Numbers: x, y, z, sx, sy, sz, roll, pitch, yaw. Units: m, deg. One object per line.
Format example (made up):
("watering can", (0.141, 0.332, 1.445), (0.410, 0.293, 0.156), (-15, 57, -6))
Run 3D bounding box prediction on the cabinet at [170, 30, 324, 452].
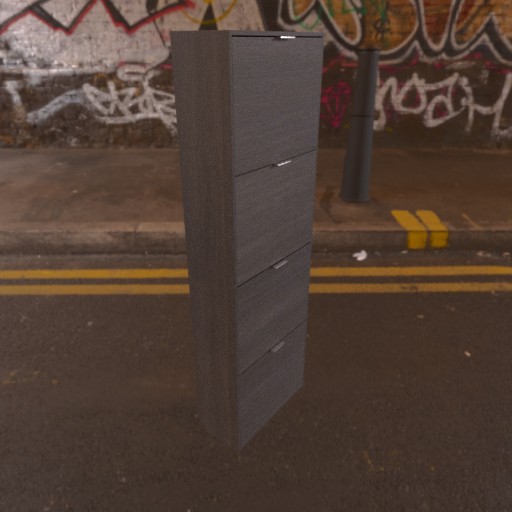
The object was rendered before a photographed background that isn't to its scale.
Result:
("cabinet", (0.000, 0.000, 1.805), (0.255, 1.630, 0.520), (19, 32, 33))
